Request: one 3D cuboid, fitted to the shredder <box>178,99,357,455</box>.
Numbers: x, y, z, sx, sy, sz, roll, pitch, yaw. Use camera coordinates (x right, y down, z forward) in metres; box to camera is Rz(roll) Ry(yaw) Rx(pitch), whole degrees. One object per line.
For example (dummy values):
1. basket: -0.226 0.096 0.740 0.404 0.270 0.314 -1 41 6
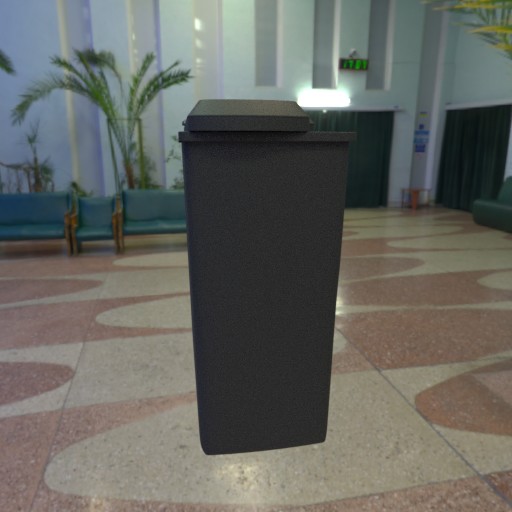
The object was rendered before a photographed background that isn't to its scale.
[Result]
1. shredder: 0.000 0.000 0.527 0.170 0.335 0.320 -2 14 -9
